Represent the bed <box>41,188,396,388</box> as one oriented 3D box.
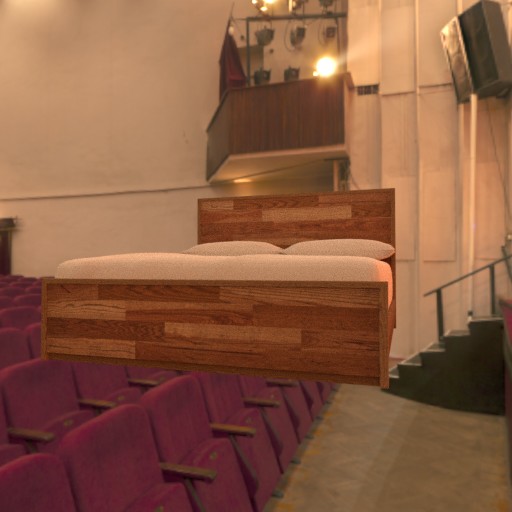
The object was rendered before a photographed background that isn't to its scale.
[{"bbox_3d":[0.000,0.000,3.408,2.013,1.295,2.184,-1,-2,18],"label":"bed"}]
